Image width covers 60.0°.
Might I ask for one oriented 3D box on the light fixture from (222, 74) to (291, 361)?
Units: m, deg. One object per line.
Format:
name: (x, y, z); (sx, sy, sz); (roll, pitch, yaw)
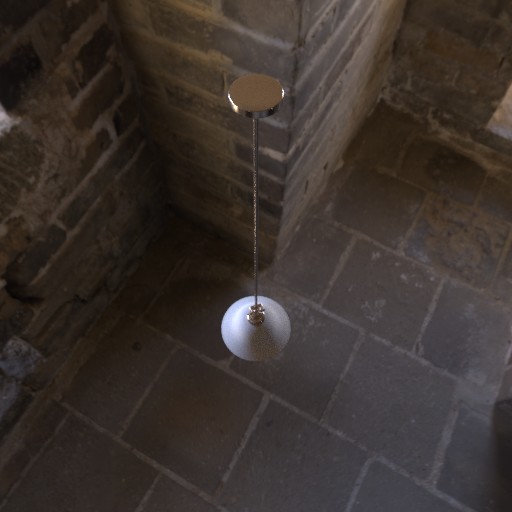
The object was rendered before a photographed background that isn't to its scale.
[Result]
light fixture: (0.000, 0.000, 1.496); (0.324, 1.354, 0.324); (-15, 61, -9)
